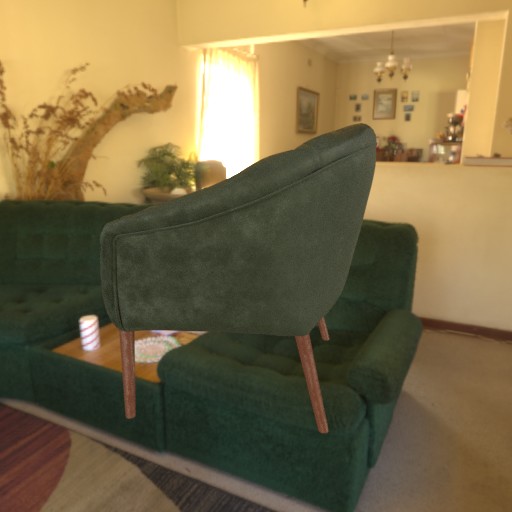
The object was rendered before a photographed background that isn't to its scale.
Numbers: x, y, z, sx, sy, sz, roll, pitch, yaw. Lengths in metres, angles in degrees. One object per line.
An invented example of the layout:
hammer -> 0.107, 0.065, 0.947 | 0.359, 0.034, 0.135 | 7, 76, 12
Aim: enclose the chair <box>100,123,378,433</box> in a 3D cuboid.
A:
chair -> 0.000, 0.000, 1.550 | 0.776, 0.885, 0.851 | 2, 15, 9
